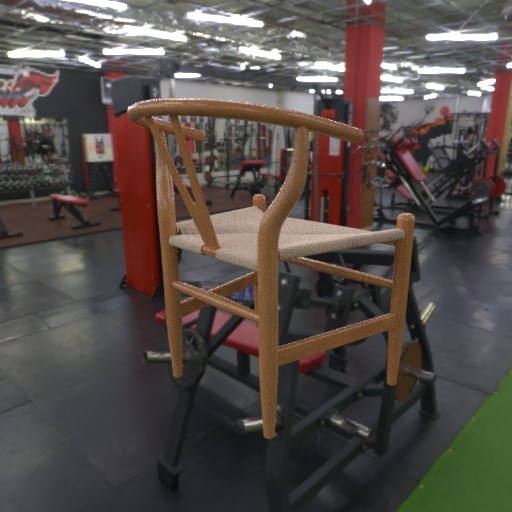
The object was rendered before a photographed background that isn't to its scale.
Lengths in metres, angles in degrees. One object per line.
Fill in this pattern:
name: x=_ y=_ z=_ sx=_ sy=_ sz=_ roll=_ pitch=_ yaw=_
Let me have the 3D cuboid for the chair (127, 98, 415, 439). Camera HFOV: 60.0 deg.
chair: x=0.000 y=0.000 z=1.137 sx=0.579 sy=0.730 sz=0.569 roll=-14 pitch=20 yaw=-42
